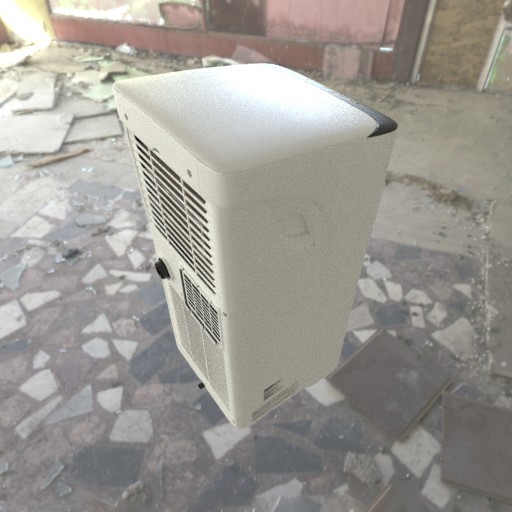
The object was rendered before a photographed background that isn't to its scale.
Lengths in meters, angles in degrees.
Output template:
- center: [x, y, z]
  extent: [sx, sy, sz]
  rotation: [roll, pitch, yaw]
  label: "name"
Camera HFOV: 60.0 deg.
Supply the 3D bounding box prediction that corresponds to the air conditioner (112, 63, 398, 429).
- center: [0.000, 0.000, 0.927]
  extent: [0.369, 0.716, 0.352]
  rotation: [-26, 48, -25]
  label: "air conditioner"
